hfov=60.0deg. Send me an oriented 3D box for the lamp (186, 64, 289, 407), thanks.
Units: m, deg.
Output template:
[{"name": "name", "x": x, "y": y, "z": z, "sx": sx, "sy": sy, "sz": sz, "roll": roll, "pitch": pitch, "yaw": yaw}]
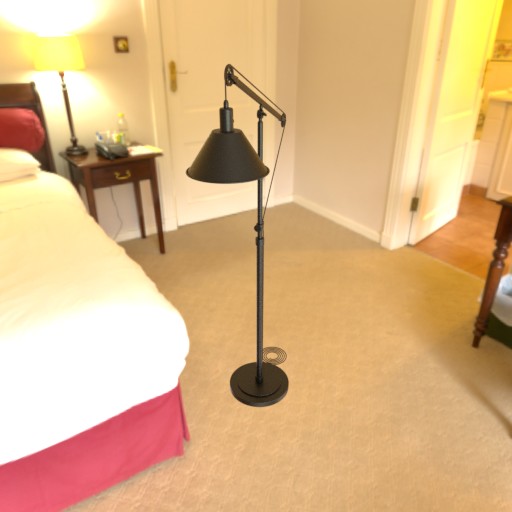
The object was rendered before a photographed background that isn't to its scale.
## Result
[{"name": "lamp", "x": 0.000, "y": 0.000, "z": 2.007, "sx": 0.319, "sy": 1.626, "sz": 0.904, "roll": 8, "pitch": 28, "yaw": 16}]
